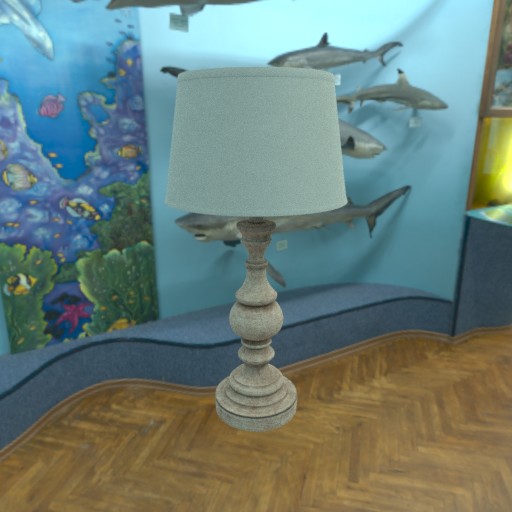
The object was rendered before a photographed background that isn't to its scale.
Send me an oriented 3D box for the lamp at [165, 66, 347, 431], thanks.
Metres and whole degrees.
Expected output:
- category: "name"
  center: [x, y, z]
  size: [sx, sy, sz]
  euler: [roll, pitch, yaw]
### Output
- category: "lamp"
  center: [0.000, 0.000, 0.871]
  size: [0.340, 0.678, 0.340]
  euler: [0, 16, 0]
